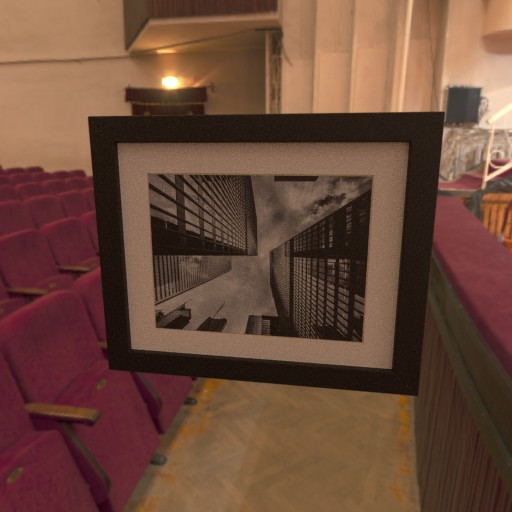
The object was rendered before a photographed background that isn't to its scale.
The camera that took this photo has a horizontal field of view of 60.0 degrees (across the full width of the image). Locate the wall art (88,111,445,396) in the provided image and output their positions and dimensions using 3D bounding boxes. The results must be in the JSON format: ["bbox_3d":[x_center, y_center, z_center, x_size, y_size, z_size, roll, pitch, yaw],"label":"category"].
[{"bbox_3d":[0.000,0.000,0.748,0.558,0.457,0.031,2,14,9],"label":"wall art"}]
